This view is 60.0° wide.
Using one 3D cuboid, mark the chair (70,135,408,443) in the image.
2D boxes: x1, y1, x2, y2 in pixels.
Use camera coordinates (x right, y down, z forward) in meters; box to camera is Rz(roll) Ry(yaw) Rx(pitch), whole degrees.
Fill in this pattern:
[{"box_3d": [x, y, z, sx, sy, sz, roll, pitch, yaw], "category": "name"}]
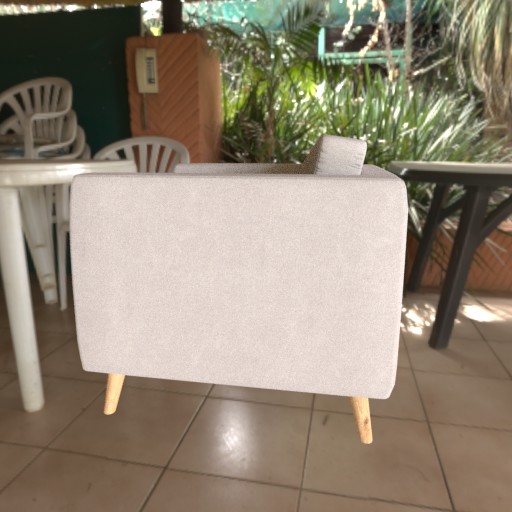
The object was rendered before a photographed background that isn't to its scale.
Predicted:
[{"box_3d": [0.000, 0.000, 1.664, 0.930, 0.860, 1.000, 2, 14, 10], "category": "chair"}]
